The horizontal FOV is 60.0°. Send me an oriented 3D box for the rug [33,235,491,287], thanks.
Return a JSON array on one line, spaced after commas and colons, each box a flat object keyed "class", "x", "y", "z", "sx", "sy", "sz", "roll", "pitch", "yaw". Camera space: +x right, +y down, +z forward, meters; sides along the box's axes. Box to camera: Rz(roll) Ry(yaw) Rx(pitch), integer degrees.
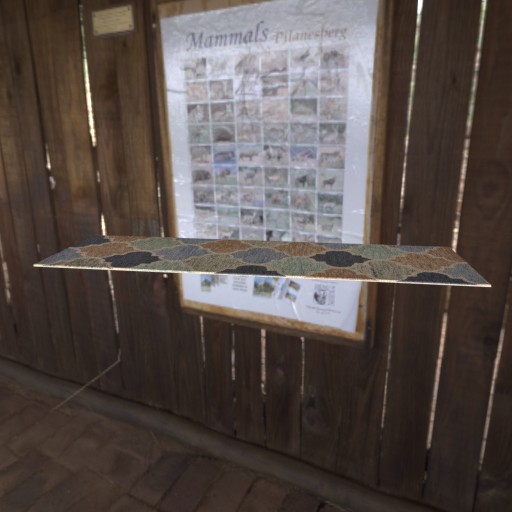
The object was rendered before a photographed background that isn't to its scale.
[{"class": "rug", "x": 0.000, "y": 0.000, "z": 2.520, "sx": 2.287, "sy": 0.011, "sz": 0.687, "roll": 2, "pitch": 16, "yaw": 8}]
